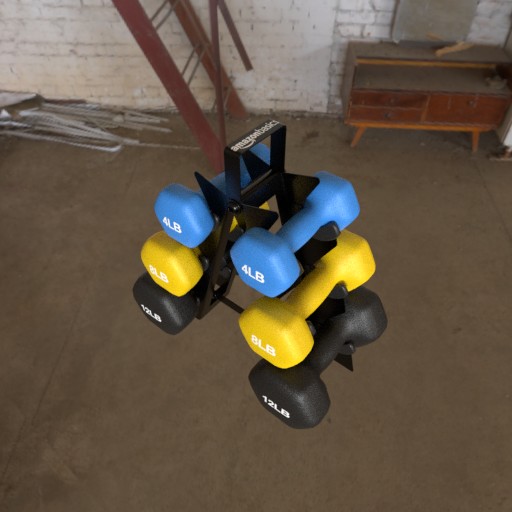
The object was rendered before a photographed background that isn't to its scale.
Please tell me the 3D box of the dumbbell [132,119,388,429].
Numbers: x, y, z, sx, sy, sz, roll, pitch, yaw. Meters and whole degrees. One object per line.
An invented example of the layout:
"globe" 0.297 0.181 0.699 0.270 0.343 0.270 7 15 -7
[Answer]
"dumbbell" 0.000 0.000 0.697 0.409 0.426 0.255 30 53 26
